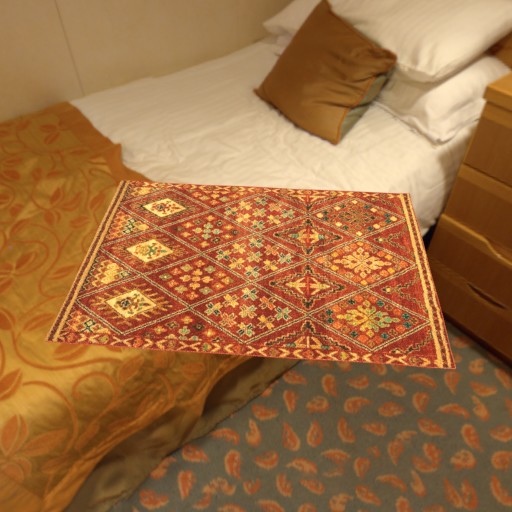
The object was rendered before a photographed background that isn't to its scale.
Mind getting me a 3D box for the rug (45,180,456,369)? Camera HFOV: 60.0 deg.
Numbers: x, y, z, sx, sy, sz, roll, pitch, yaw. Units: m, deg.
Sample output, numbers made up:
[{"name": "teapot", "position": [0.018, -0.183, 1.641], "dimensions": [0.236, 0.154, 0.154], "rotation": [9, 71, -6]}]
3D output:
[{"name": "rug", "position": [0.000, 0.000, 2.967], "dimensions": [2.286, 0.026, 1.521], "rotation": [3, 46, 3]}]
